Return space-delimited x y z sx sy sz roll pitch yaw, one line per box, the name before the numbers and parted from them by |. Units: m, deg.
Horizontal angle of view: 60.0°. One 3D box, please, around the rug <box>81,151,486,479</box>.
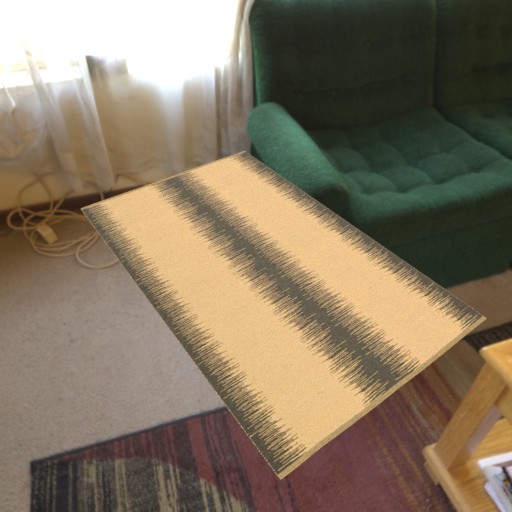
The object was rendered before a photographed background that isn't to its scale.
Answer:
rug | 0.000 0.000 2.961 1.519 0.003 2.453 -26 48 -26
